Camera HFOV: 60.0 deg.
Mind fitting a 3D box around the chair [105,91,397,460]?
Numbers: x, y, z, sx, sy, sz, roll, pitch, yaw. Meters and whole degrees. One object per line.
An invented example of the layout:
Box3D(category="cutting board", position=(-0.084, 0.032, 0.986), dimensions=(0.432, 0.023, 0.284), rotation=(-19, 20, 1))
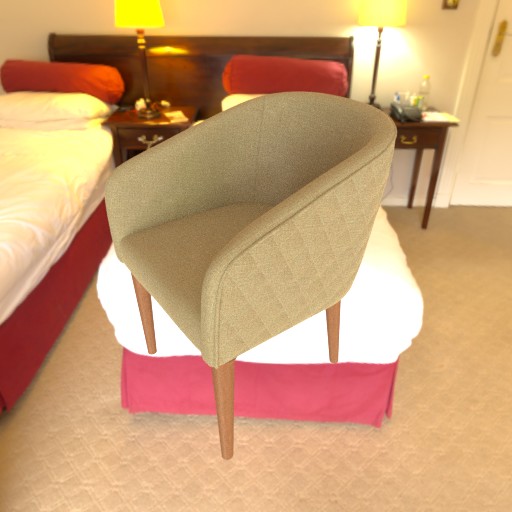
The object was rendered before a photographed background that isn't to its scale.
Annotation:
Box3D(category="chair", position=(0.000, 0.000, 1.223), dimensions=(0.616, 0.775, 0.584), rotation=(-20, 36, -30))
